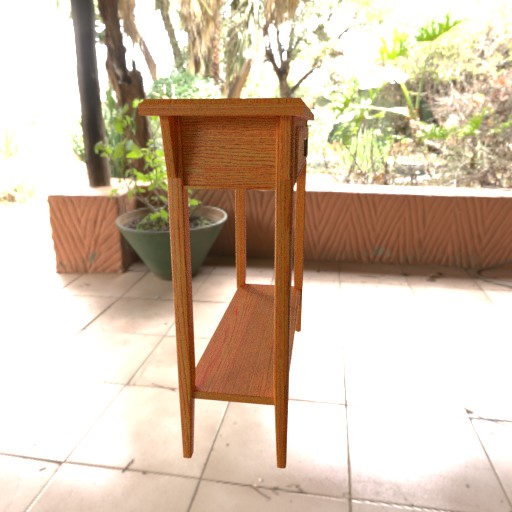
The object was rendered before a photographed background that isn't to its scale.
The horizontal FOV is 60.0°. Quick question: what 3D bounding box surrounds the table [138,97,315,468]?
[{"bbox_3d":[0.000,0.000,1.122,0.254,0.711,0.762,2,16,8],"label":"table"}]
